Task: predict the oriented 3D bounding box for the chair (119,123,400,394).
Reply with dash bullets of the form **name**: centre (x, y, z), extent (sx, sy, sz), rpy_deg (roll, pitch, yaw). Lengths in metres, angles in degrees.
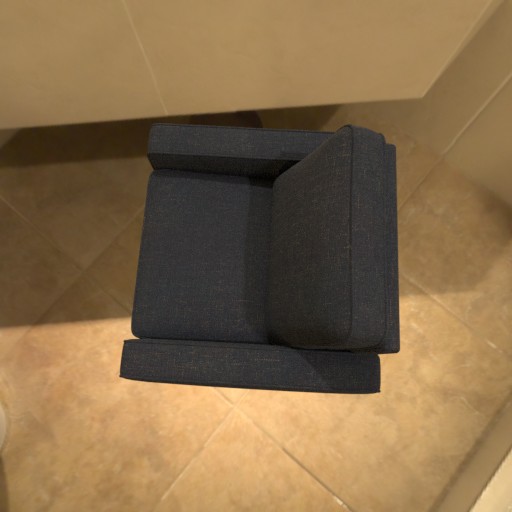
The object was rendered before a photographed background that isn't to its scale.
- **chair**: centre (0.000, 0.000, 1.755), extent (0.940, 0.919, 1.017), rpy_deg (3, 76, 1)
